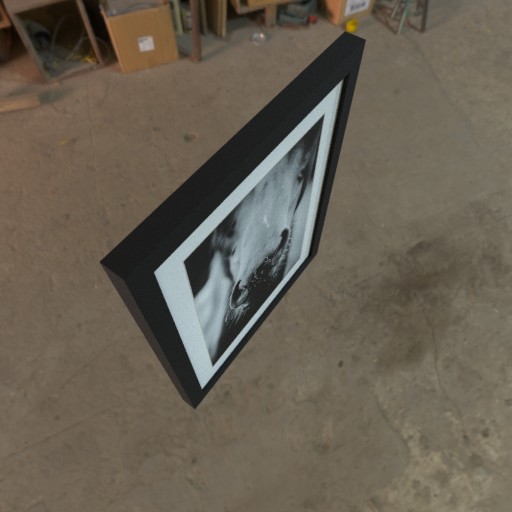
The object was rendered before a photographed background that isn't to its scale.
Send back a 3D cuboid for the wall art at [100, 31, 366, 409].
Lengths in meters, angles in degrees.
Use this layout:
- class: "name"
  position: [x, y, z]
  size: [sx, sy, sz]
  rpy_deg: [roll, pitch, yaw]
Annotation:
- class: "wall art"
  position: [0.000, 0.000, 0.541]
  size: [0.024, 0.404, 0.329]
  rpy_deg: [32, 64, 18]
